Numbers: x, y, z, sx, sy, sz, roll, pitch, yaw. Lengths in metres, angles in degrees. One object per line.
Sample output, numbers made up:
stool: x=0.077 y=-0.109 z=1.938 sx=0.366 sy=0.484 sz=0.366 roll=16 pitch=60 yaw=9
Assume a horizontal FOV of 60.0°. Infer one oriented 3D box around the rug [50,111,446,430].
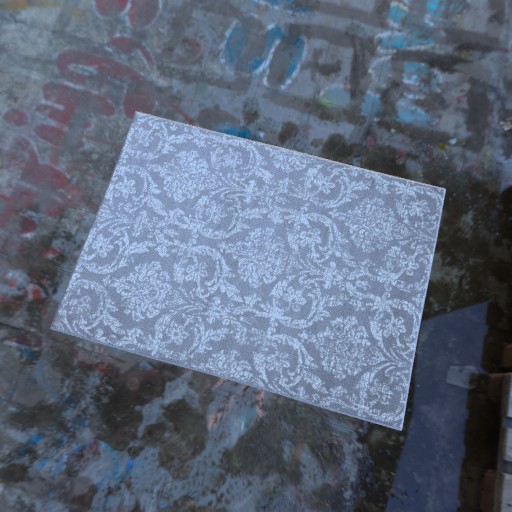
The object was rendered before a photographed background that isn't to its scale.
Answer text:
rug: x=0.000 y=0.000 z=2.857 sx=2.206 sy=0.014 sz=1.578 roll=15 pitch=76 yaw=4
